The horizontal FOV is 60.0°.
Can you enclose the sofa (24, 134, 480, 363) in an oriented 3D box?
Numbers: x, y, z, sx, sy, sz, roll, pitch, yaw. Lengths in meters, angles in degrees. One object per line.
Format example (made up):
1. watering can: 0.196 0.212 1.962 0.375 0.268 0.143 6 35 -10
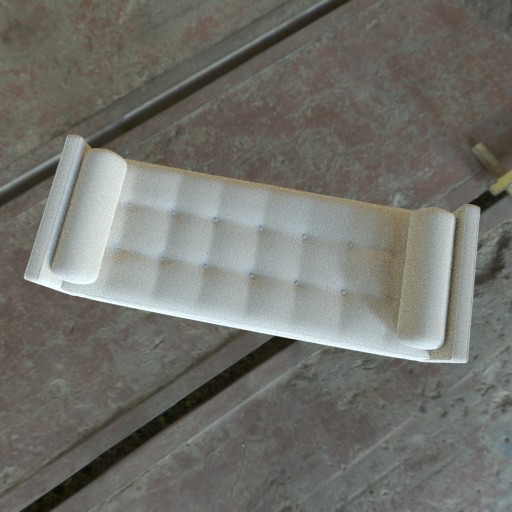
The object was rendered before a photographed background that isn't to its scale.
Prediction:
1. sofa: 0.000 0.000 2.293 1.985 0.641 0.746 10 78 2
